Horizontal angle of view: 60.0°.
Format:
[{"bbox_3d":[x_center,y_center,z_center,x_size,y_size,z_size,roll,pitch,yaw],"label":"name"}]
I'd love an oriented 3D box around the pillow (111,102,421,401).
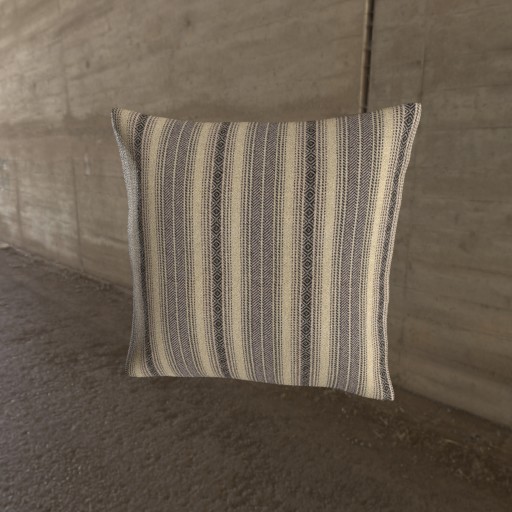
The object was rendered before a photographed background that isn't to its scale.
[{"bbox_3d":[0.000,0.000,0.784,0.520,0.508,0.166,2,13,10],"label":"pillow"}]
